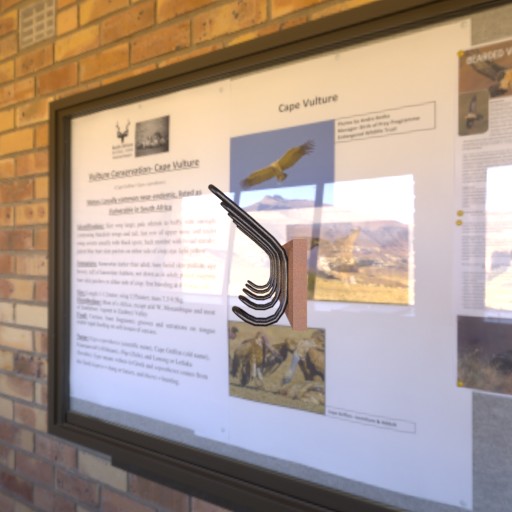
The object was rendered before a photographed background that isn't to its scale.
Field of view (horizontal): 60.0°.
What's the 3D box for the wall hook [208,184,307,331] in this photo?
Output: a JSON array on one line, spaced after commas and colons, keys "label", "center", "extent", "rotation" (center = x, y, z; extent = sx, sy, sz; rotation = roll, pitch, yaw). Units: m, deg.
[{"label": "wall hook", "center": [0.000, 0.000, 0.587], "extent": [0.076, 0.116, 0.554], "rotation": [0, 0, 0]}]
